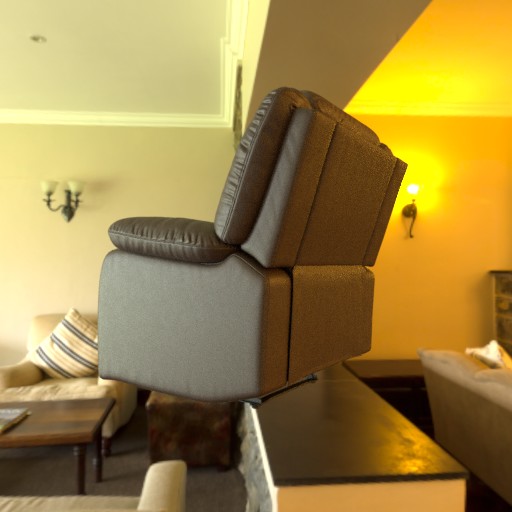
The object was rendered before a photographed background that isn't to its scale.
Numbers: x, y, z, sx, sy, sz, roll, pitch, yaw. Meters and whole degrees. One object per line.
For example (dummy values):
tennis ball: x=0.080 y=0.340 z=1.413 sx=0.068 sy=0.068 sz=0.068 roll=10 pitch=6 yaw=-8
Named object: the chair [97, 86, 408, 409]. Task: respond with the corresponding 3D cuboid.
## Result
chair: x=0.000 y=0.000 z=1.705 sx=0.934 sy=1.009 sz=0.899 roll=-1 pitch=-1 yaw=36
